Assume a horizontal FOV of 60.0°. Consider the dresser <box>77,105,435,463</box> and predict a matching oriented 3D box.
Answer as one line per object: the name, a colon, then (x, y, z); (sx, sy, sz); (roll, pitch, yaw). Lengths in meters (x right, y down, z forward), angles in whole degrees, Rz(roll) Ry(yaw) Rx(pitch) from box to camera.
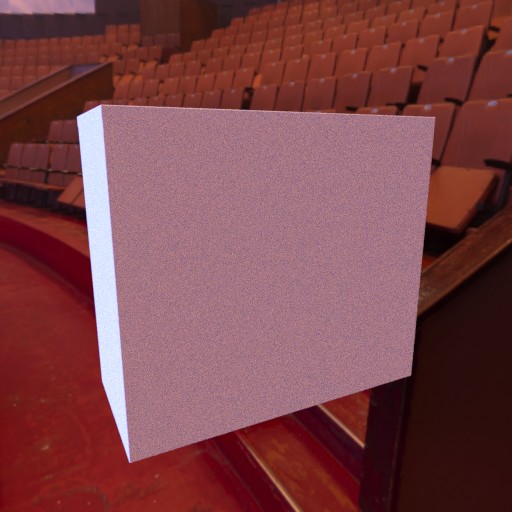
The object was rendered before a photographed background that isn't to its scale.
dresser: (0.000, 0.000, 1.236); (0.830, 0.740, 0.420); (-7, 16, -26)
